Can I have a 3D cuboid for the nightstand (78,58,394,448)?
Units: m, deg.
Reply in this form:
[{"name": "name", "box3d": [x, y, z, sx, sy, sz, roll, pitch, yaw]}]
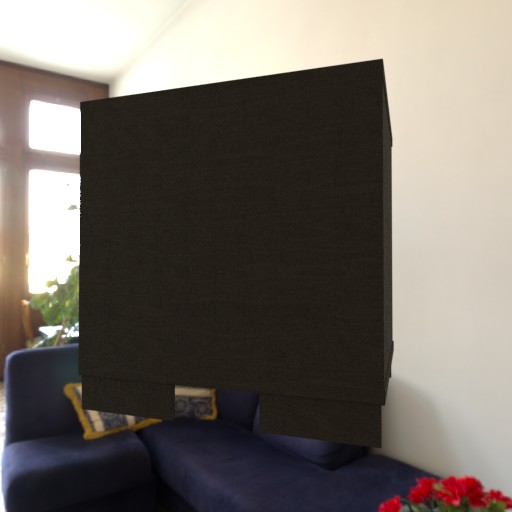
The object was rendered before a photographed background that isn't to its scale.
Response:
[{"name": "nightstand", "box3d": [0.000, 0.000, 0.737, 0.427, 0.448, 0.347, 0, -1, 19]}]
